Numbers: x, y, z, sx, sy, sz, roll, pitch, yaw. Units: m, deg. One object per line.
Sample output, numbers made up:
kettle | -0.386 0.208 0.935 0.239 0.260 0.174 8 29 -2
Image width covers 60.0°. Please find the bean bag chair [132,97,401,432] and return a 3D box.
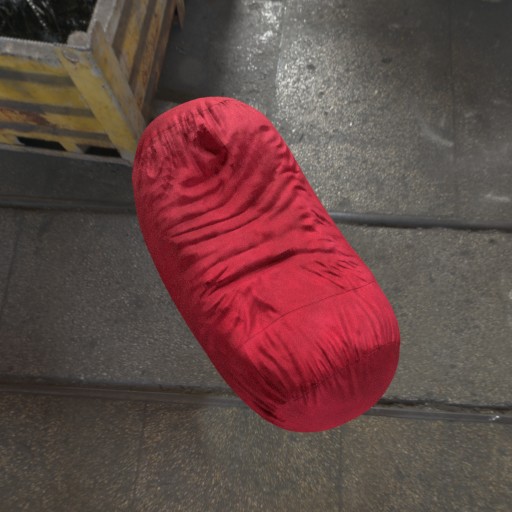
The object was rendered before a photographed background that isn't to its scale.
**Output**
bean bag chair | 0.000 0.000 2.864 1.216 0.867 2.293 -29 77 -7
